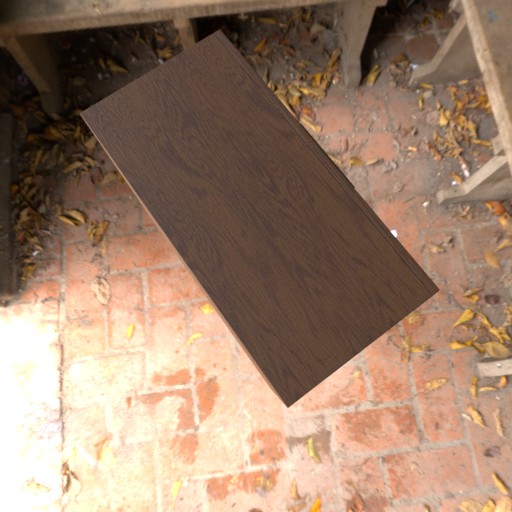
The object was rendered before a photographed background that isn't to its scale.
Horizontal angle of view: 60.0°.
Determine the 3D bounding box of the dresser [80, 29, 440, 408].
[{"bbox_3d":[0.000,0.000,1.813,0.516,1.320,0.964,-35,78,-9],"label":"dresser"}]
